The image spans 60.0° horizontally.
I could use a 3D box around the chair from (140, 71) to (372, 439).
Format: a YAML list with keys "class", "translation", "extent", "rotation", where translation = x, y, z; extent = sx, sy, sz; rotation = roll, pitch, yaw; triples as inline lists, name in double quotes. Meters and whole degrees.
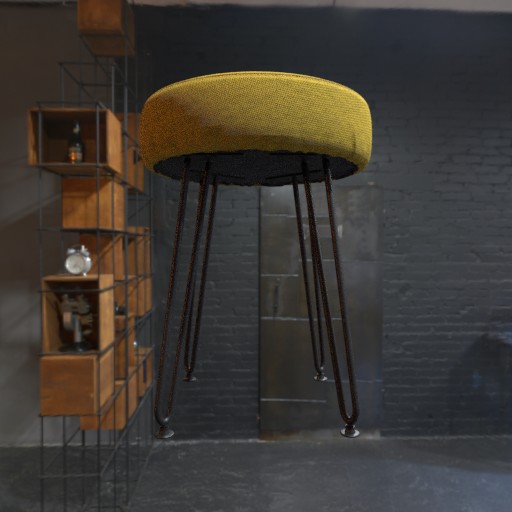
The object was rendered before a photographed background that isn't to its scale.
- class: "chair"
  translation: [0.000, 0.000, 0.685]
  extent: [0.345, 0.455, 0.345]
  rotation: [0, 1, -1]
